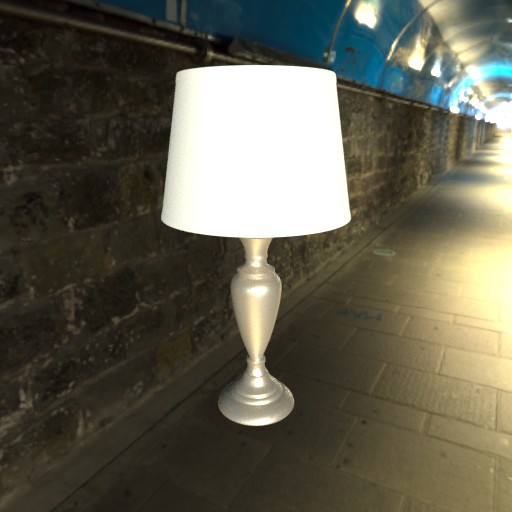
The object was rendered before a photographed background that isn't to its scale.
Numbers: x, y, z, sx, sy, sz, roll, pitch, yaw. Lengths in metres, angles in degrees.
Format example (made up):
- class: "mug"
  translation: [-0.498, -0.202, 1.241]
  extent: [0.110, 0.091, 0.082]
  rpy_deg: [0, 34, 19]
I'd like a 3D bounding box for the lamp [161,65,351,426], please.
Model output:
- class: "lamp"
  translation: [0.000, 0.000, 0.805]
  extent: [0.328, 0.612, 0.328]
  rpy_deg: [0, 17, 0]
